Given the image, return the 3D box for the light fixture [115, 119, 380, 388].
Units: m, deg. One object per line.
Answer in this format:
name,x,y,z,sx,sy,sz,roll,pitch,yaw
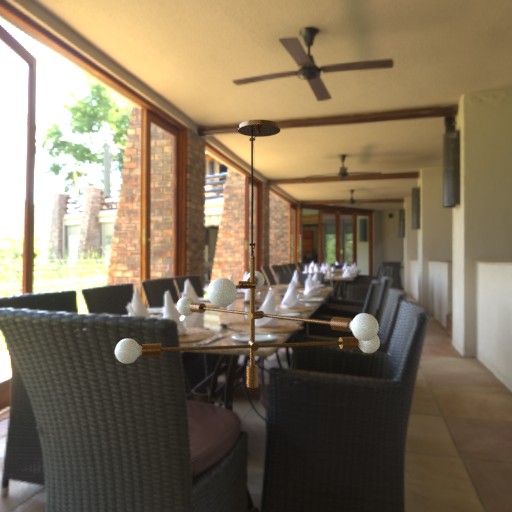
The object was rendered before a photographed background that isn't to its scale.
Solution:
light fixture,0.000,0.000,1.260,0.682,0.744,0.637,0,0,18
